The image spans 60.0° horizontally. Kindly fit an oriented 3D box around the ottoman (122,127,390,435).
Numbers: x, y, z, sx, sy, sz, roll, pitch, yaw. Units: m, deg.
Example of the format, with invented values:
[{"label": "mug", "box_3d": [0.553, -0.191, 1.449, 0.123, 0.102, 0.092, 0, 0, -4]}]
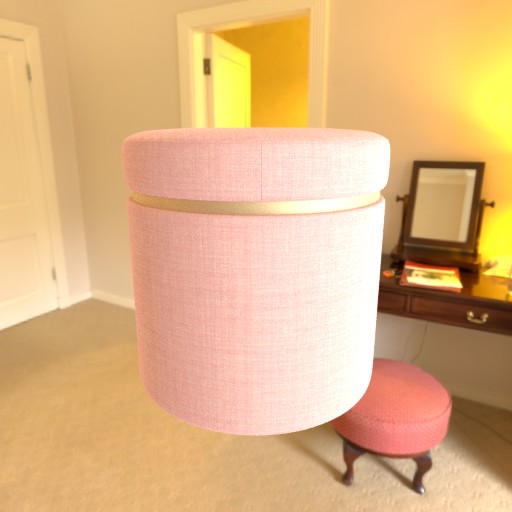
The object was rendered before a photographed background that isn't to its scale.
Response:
[{"label": "ottoman", "box_3d": [0.000, 0.000, 0.732, 0.400, 0.406, 0.400, 0, 15, 0]}]
